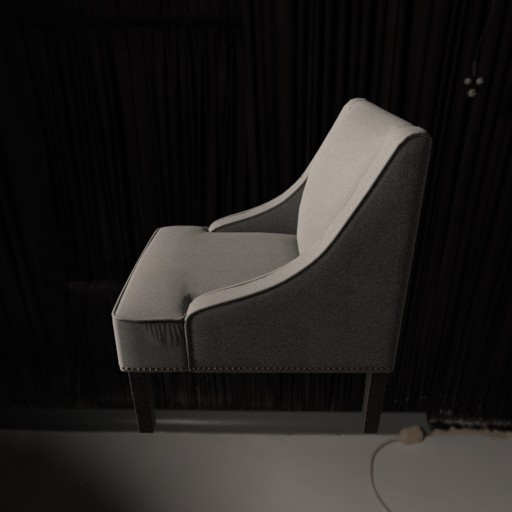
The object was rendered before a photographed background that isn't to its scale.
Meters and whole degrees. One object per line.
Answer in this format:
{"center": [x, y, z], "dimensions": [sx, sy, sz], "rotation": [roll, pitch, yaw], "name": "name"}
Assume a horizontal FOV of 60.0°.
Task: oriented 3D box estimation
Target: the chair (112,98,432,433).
{"center": [0.000, 0.000, 1.373], "dimensions": [0.747, 0.867, 0.631], "rotation": [0, 26, 0], "name": "chair"}
